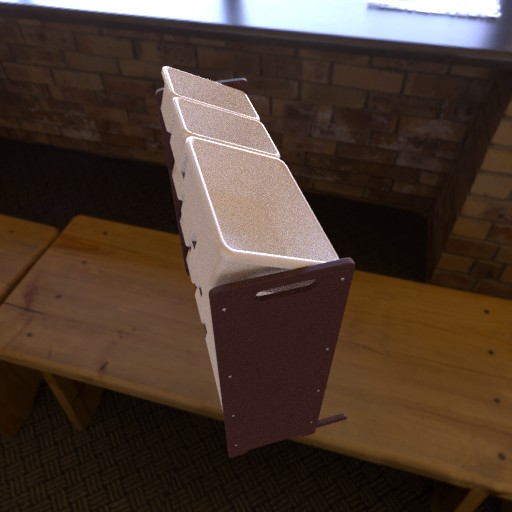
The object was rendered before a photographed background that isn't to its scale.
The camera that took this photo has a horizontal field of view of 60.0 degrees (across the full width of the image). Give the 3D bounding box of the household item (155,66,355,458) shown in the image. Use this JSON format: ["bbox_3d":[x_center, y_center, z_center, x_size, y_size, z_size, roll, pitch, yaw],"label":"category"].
[{"bbox_3d":[0.000,0.000,1.316,0.389,0.864,0.787,-12,48,-11],"label":"household item"}]
